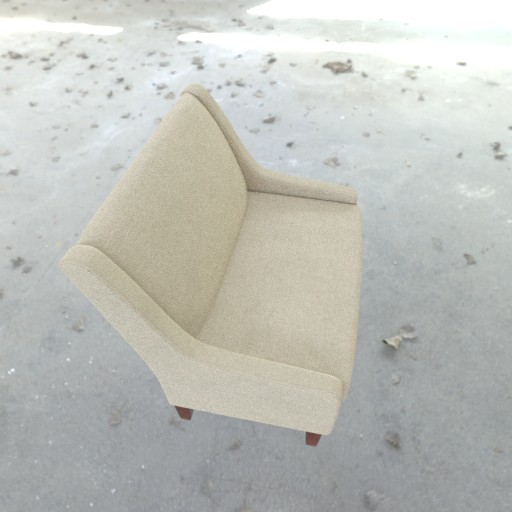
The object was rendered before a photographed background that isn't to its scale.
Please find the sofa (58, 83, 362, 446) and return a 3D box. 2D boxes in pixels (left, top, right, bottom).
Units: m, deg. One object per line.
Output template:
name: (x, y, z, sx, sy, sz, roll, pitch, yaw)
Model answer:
sofa: (0.000, 0.000, 1.962, 0.946, 0.976, 1.212, 8, 46, 8)
